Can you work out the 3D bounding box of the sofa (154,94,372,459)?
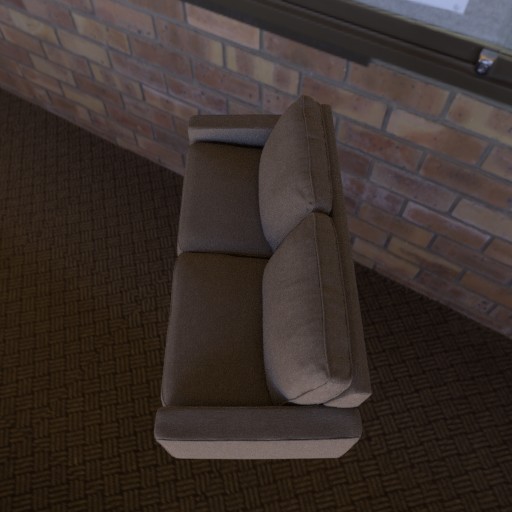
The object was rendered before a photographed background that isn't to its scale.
[{"bbox_3d":[0.000,0.000,2.566,0.940,0.919,2.080,0,58,0],"label":"sofa"}]
